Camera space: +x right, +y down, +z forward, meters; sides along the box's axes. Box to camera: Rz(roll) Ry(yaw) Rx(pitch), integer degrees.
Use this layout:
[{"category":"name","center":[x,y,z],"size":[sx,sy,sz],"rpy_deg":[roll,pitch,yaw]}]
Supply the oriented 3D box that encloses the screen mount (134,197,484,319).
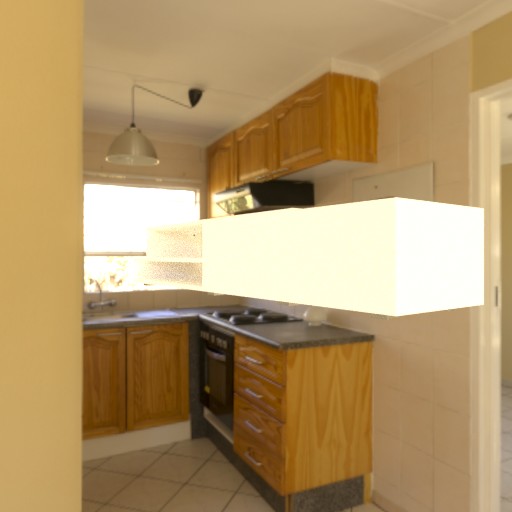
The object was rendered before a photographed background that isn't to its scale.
[{"category":"screen mount","center":[0.000,0.000,1.851],"size":[0.420,0.320,1.680],"rpy_deg":[0,0,-37]}]
